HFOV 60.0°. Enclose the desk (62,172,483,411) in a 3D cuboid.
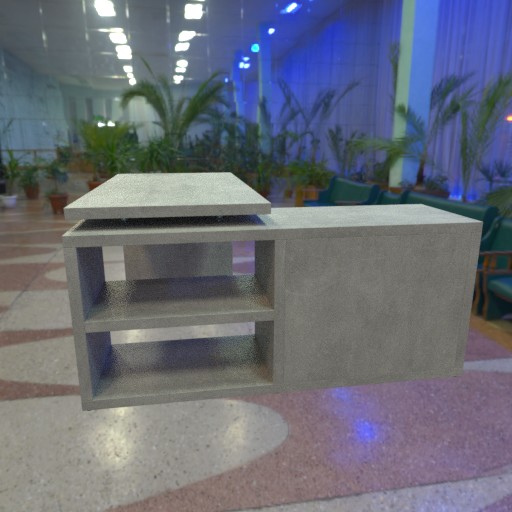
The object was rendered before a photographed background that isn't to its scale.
[{"bbox_3d":[0.000,0.000,2.289,1.500,0.740,1.400,-2,15,-9],"label":"desk"}]
